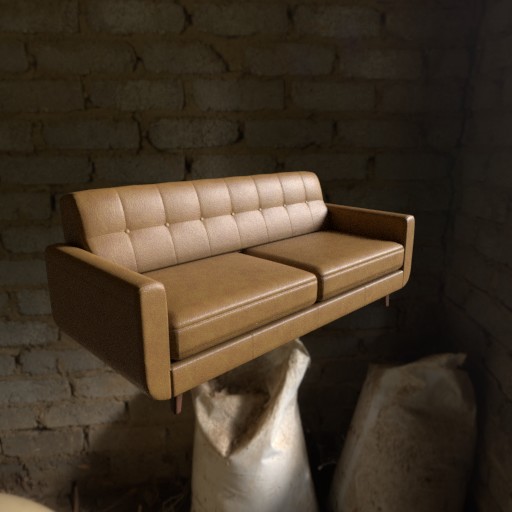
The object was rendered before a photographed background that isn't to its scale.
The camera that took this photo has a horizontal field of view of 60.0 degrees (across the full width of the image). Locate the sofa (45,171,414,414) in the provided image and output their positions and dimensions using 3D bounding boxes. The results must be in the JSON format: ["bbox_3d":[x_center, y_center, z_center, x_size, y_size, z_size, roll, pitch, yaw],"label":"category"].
[{"bbox_3d":[0.000,0.000,2.679,2.137,0.892,0.980,-15,21,-43],"label":"sofa"}]
